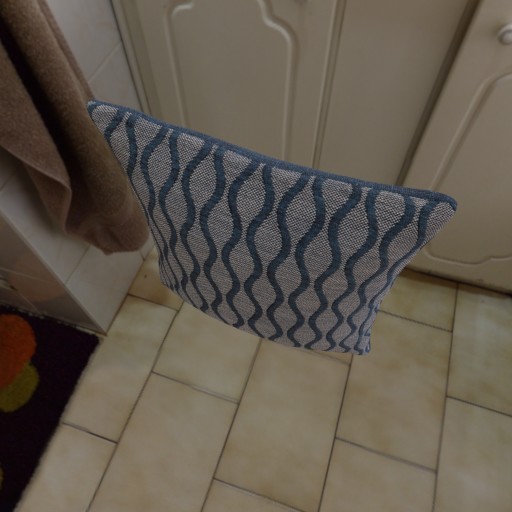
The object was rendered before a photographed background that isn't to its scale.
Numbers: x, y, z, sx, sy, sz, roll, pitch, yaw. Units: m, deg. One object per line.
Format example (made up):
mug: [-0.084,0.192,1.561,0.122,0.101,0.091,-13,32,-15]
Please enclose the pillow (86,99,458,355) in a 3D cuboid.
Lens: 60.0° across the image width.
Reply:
pillow: [0.000,0.000,0.659,0.435,0.435,0.159,18,60,11]
